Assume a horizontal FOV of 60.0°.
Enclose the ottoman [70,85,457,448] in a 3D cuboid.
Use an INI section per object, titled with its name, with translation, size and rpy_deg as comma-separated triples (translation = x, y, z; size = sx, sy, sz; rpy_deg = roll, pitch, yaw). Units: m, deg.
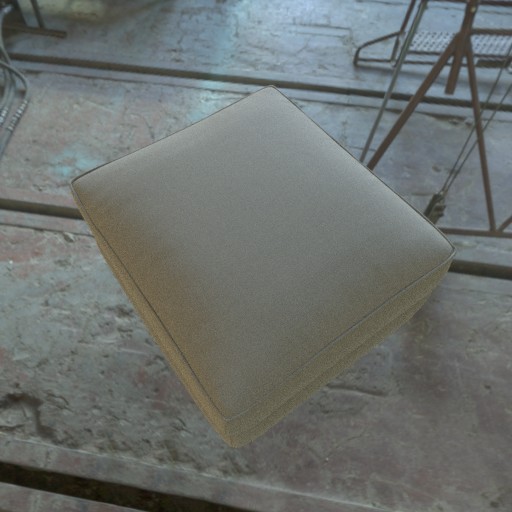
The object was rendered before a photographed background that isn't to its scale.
[ottoman]
translation = 0.000, 0.000, 1.174
size = 0.662, 0.505, 0.716
rpy_deg = -32, 64, -18
